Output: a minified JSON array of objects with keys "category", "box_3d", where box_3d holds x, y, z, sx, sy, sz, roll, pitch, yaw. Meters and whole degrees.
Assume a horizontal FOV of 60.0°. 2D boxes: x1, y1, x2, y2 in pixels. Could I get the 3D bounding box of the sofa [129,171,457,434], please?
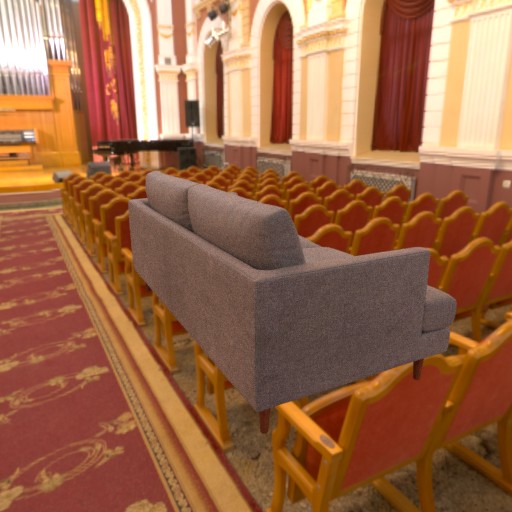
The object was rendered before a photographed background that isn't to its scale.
[{"category":"sofa","box_3d":[0.000,0.000,2.558,1.020,0.868,1.948,-8,18,-26]}]
